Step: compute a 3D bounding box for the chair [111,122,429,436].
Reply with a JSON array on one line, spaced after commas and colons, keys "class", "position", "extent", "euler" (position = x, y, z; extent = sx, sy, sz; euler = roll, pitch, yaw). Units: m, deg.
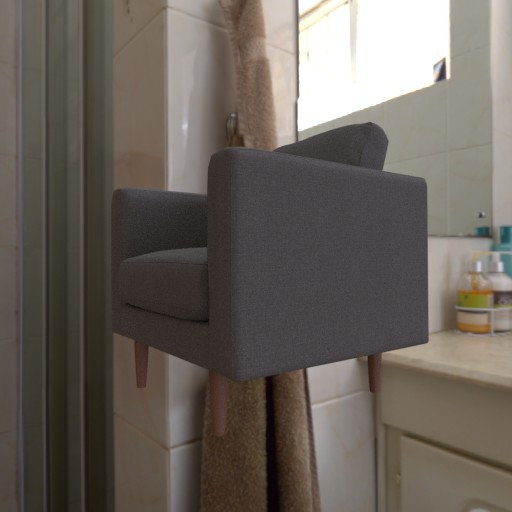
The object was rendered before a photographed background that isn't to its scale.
[{"class": "chair", "position": [0.000, 0.000, 1.544], "extent": [0.800, 0.927, 0.854], "euler": [0, -1, -36]}]
